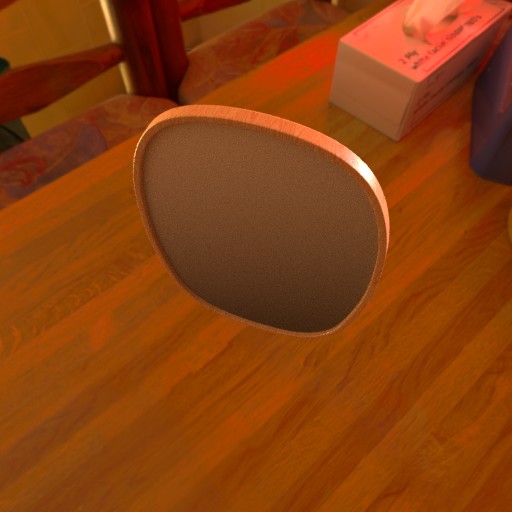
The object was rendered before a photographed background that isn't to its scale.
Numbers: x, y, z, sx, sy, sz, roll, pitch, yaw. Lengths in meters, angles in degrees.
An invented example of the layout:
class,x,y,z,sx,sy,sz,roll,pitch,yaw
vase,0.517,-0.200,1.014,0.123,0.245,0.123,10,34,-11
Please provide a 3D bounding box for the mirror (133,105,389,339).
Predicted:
class,x,y,z,sx,sy,sz,roll,pitch,yaw
mirror,0.000,0.000,1.347,0.724,1.075,0.037,16,60,9
